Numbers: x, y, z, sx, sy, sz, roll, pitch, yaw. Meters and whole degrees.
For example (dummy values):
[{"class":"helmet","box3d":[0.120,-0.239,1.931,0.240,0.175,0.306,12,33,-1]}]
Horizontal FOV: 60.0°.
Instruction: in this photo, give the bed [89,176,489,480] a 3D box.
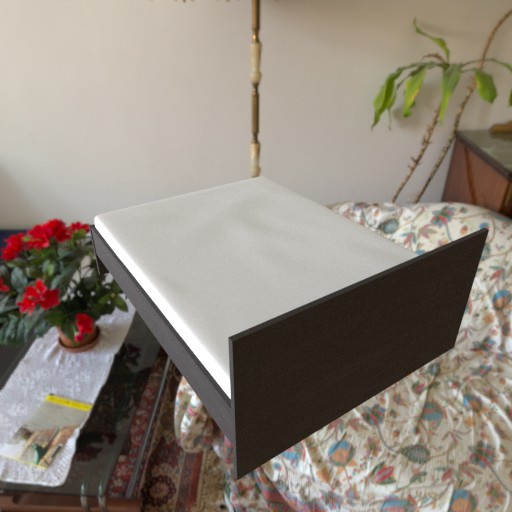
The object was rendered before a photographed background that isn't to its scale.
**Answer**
[{"class":"bed","box3d":[0.000,0.000,2.911,1.585,0.823,2.073,-19,35,-29]}]
